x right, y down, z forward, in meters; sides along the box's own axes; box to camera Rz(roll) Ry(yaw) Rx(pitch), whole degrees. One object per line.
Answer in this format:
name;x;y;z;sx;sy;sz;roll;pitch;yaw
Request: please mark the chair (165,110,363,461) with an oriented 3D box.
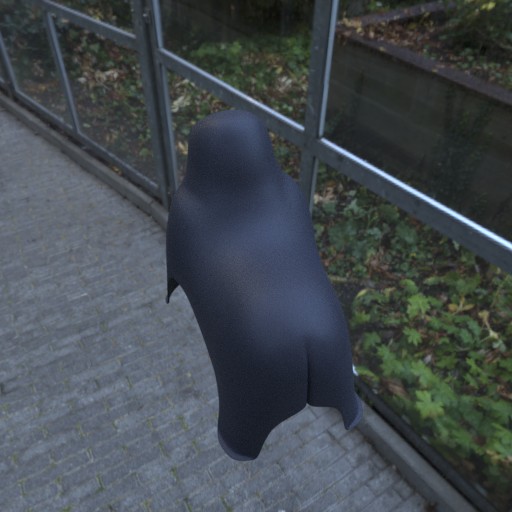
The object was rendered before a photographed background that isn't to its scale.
chair;0.000;0.000;1.154;0.490;0.600;0.758;-12;43;-13
